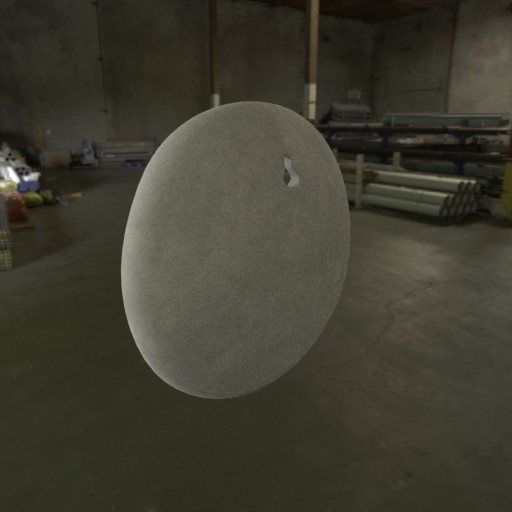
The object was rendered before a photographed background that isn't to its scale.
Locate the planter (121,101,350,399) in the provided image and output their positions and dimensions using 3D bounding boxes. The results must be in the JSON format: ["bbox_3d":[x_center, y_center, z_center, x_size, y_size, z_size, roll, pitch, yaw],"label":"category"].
[{"bbox_3d":[0.000,0.000,0.285,0.185,0.188,0.071,-16,23,-42],"label":"planter"}]
